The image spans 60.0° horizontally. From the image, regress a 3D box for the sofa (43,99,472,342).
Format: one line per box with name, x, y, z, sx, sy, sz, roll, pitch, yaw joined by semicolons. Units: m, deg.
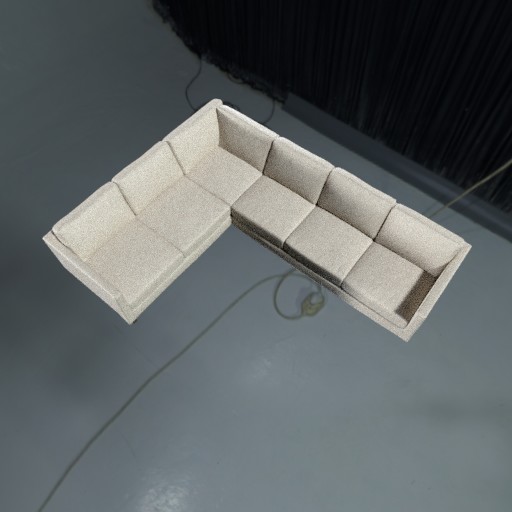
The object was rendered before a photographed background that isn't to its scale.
sofa;0.000;0.000;4.302;3.182;0.863;2.432;34;65;19
